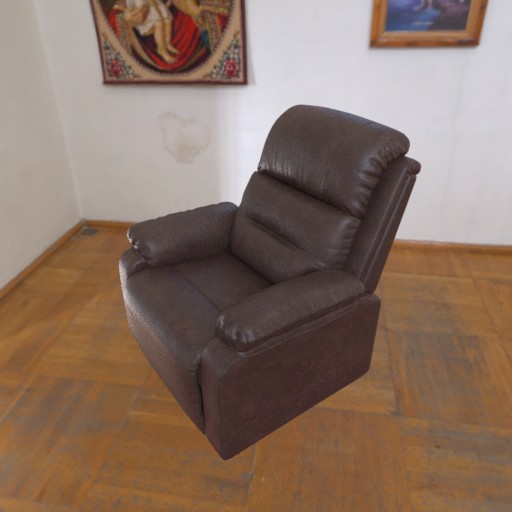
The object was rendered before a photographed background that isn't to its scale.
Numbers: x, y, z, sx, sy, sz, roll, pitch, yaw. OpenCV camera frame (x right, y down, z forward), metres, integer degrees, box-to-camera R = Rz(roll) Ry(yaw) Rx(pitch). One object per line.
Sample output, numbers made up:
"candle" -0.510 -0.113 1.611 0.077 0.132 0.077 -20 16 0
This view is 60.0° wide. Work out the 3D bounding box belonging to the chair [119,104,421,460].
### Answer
"chair" 0.000 0.000 1.699 0.919 0.992 0.855 -20 36 -30
